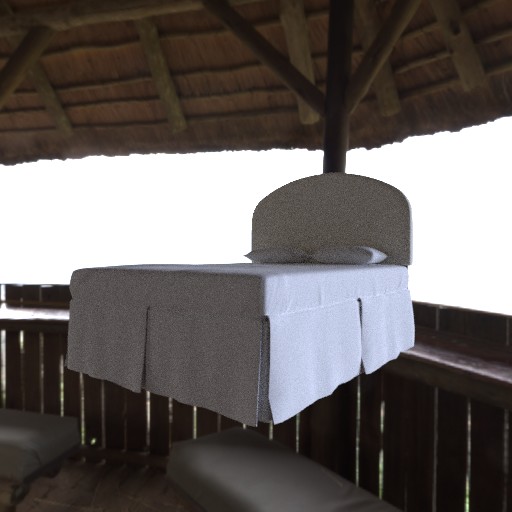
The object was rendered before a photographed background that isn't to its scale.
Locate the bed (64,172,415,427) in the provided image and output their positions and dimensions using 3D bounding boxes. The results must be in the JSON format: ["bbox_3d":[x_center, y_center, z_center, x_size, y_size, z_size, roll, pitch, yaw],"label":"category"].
[{"bbox_3d":[0.000,0.000,3.055,1.607,1.410,2.005,0,0,37],"label":"bed"}]
